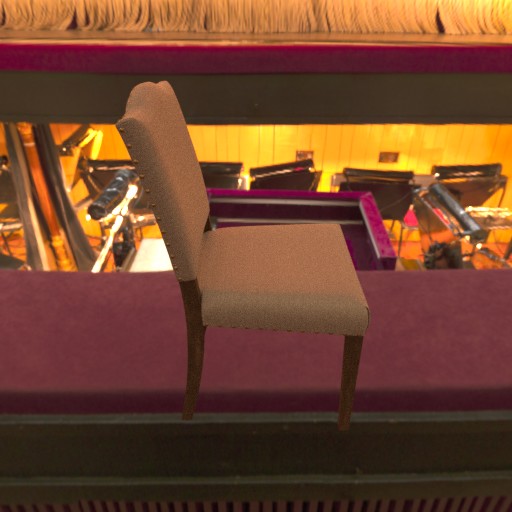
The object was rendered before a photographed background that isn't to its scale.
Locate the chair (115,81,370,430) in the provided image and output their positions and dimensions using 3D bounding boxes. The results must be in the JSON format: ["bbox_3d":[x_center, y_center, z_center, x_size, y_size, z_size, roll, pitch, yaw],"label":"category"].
[{"bbox_3d":[0.000,0.000,1.376,0.620,1.020,0.508,0,32,0],"label":"chair"}]
